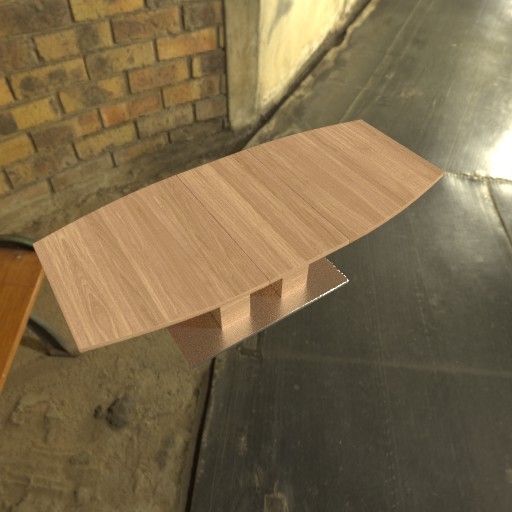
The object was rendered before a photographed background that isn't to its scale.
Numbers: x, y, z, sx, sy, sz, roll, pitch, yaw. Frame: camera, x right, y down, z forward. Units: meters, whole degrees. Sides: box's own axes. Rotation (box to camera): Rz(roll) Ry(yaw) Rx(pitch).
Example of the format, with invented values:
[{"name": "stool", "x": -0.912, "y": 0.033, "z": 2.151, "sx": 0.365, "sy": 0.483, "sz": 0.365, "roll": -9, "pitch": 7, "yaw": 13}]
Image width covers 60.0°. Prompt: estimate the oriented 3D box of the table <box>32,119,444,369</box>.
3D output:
[{"name": "table", "x": 0.000, "y": 0.000, "z": 2.508, "sx": 2.032, "sy": 0.750, "sz": 0.900, "roll": -26, "pitch": 52, "yaw": -22}]
